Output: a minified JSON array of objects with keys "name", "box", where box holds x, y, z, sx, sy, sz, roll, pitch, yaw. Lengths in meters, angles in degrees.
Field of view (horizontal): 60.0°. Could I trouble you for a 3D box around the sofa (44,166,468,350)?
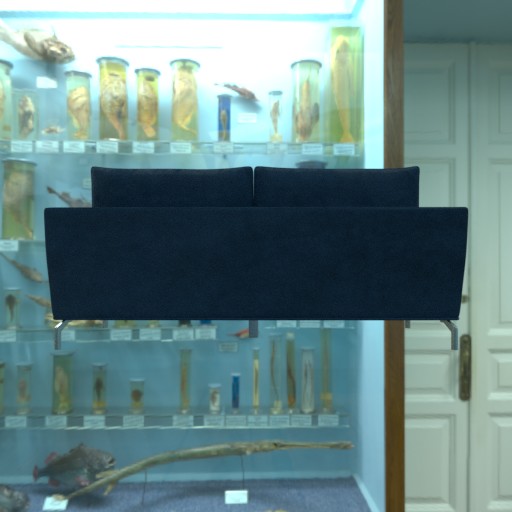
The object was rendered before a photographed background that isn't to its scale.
[{"name":"sofa","box":[0.000,0.000,2.705,2.212,0.998,0.853,0,0,0]}]
